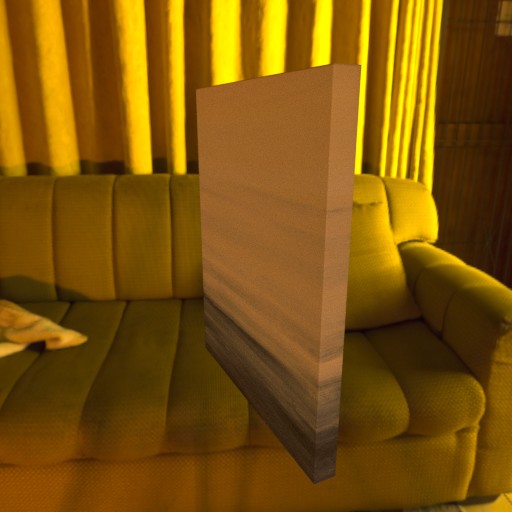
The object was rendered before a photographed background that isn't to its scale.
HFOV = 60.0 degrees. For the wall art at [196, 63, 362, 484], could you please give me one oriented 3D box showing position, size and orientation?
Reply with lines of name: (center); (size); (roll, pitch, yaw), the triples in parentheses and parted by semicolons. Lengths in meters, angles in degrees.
wall art: (0.000, 0.000, 0.822); (0.040, 0.608, 0.489); (-8, 19, -25)
